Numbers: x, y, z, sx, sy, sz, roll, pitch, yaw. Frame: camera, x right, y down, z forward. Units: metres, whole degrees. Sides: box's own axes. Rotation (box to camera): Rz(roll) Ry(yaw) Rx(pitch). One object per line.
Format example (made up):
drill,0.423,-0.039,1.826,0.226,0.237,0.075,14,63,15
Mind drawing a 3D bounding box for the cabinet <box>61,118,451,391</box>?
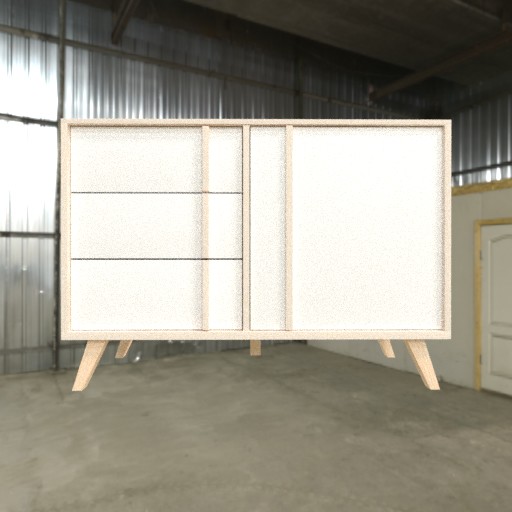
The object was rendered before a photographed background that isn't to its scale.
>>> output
cabinet,0.000,0.000,1.511,1.110,0.780,0.500,0,0,-1
